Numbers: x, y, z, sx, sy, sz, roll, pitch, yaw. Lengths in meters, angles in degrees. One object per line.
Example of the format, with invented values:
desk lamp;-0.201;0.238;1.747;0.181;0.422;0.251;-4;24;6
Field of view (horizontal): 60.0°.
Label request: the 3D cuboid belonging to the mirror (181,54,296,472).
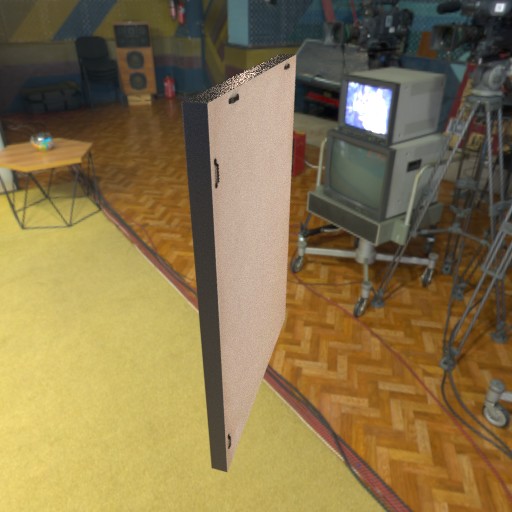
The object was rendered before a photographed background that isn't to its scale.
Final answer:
mirror;0.000;0.000;0.915;0.039;0.710;0.507;8;32;14
